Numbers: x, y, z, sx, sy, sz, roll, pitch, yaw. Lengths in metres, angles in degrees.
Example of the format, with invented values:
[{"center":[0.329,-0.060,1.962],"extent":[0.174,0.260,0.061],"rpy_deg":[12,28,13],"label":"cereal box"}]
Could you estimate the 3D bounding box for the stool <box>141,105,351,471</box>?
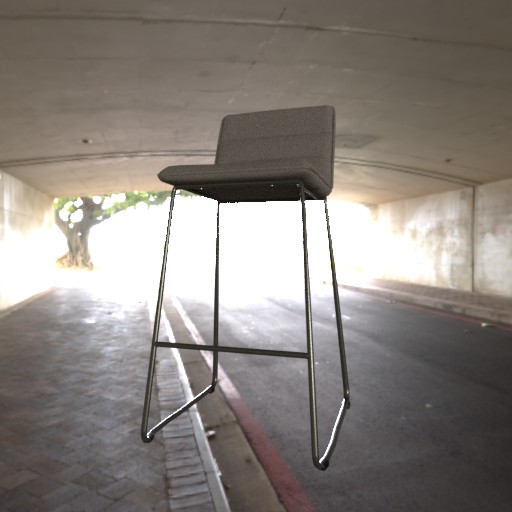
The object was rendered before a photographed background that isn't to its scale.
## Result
[{"center":[0.000,0.000,1.268],"extent":[0.490,0.960,0.490],"rpy_deg":[0,1,18],"label":"stool"}]
